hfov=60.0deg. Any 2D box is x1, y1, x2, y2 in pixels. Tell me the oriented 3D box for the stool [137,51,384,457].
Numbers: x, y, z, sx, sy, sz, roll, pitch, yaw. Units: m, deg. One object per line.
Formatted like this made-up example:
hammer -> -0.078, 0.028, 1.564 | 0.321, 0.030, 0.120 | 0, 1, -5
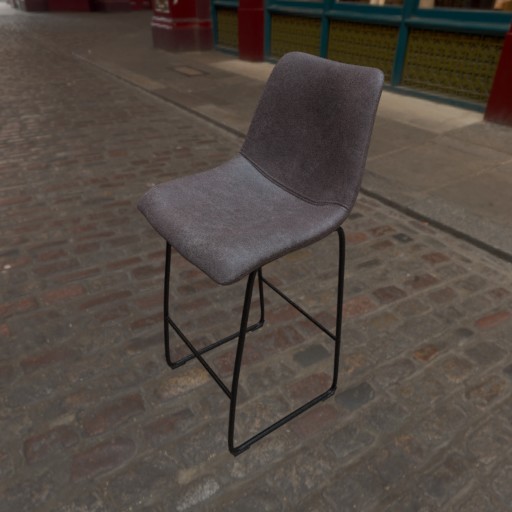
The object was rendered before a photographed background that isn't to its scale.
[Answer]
stool -> 0.000, 0.000, 1.371 | 0.561, 1.082, 0.514 | -21, 39, -29
